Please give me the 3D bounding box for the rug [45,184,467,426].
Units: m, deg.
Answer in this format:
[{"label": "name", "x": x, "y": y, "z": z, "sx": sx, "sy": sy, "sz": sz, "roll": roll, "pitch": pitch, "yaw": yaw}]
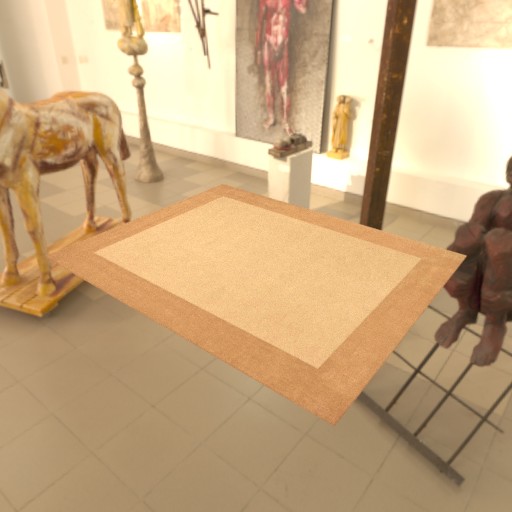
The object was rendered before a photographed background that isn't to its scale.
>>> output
[{"label": "rug", "x": 0.000, "y": 0.000, "z": 4.099, "sx": 3.048, "sy": 0.014, "sz": 2.438, "roll": 21, "pitch": 36, "yaw": 33}]
